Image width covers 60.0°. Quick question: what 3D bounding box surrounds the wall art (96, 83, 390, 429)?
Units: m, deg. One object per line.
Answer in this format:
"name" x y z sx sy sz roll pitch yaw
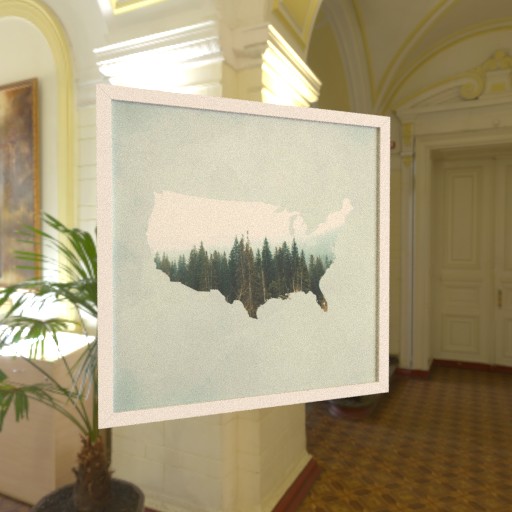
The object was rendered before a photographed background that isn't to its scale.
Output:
"wall art" 0.000 0.000 0.755 0.509 0.509 0.040 0 1 -19
